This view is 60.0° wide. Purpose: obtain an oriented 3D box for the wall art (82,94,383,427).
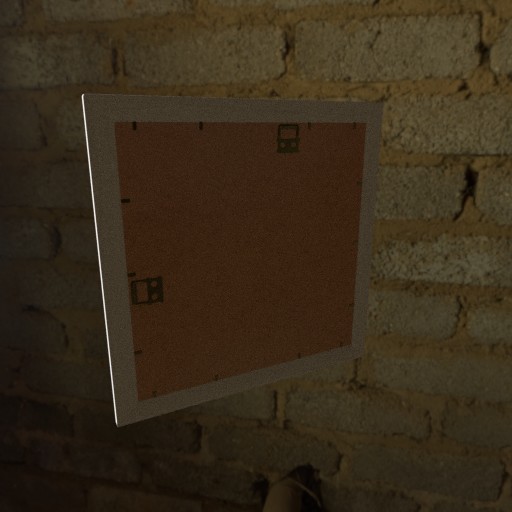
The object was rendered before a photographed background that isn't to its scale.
[{"bbox_3d":[0.000,0.000,0.874,0.584,0.584,0.013,-8,18,-26],"label":"wall art"}]
